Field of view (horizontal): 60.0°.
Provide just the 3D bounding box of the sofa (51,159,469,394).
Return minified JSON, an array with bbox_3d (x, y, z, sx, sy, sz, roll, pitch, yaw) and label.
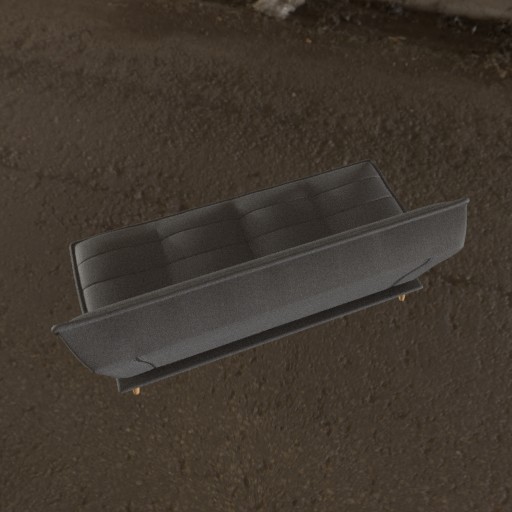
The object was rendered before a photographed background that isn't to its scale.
[{"bbox_3d":[0.000,0.000,2.433,1.940,0.890,0.950,-17,60,-10],"label":"sofa"}]
